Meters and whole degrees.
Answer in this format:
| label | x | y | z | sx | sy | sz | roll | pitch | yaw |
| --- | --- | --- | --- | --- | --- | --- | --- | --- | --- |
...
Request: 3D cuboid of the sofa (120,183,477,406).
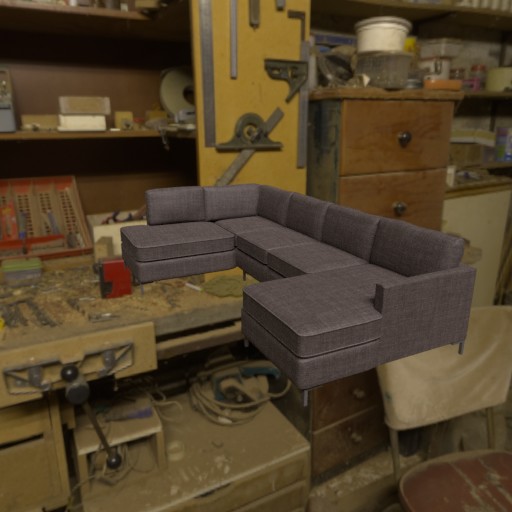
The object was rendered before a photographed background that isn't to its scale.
| label | x | y | z | sx | sy | sz | roll | pitch | yaw |
| --- | --- | --- | --- | --- | --- | --- | --- | --- | --- |
| sofa | 0.000 | 0.000 | 4.387 | 2.048 | 0.999 | 3.423 | -8 | 19 | -25 |
